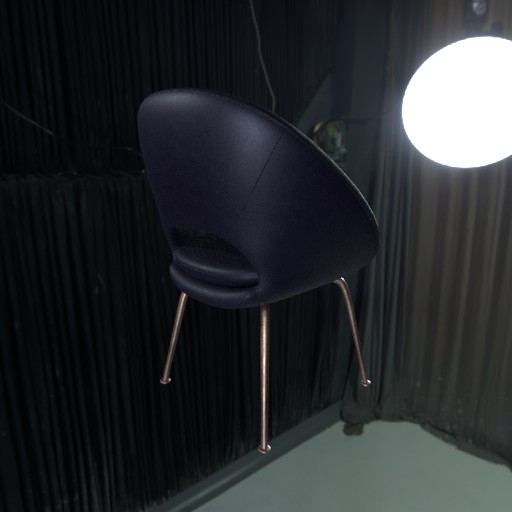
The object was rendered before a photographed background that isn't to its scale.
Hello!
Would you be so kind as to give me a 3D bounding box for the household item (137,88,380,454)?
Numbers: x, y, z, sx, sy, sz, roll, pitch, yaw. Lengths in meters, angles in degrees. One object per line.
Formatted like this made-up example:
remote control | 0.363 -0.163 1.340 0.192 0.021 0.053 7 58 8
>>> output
household item | 0.000 0.000 1.258 0.573 0.852 0.623 -13 20 -42
